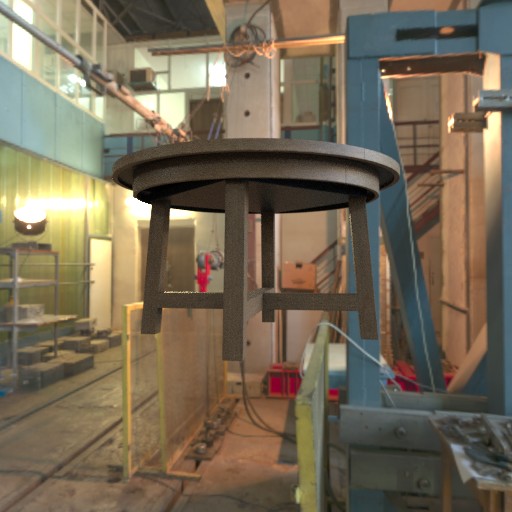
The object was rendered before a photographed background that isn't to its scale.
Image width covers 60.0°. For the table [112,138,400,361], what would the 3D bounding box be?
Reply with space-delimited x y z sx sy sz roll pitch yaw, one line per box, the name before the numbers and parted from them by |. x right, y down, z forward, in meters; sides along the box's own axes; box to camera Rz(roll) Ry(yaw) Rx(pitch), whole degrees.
table | 0.000 0.000 2.129 1.319 0.762 1.319 0 -1 0
